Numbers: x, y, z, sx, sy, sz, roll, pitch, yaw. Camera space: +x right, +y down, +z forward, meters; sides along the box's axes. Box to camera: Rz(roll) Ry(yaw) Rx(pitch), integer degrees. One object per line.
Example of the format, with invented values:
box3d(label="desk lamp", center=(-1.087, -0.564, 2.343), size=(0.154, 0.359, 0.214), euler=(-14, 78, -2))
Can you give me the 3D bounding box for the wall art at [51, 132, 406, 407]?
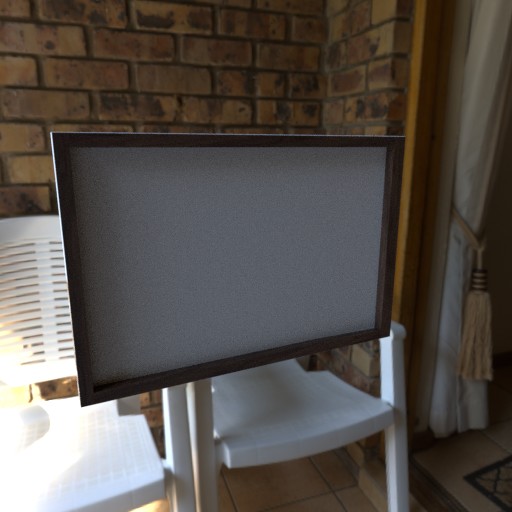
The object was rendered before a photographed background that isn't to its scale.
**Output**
box3d(label="wall art", center=(0.000, 0.000, 1.155), size=(0.914, 0.610, 0.050), euler=(-7, 15, -25))
